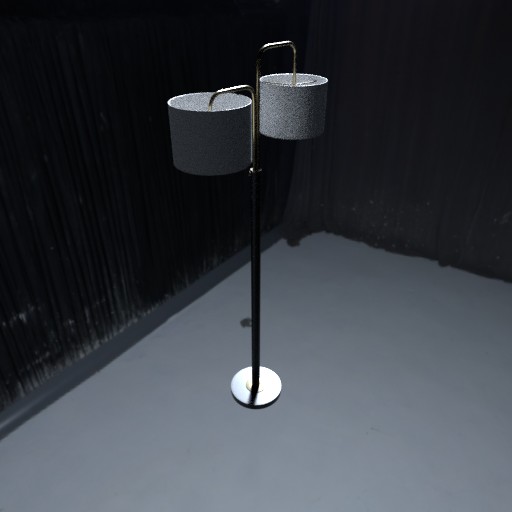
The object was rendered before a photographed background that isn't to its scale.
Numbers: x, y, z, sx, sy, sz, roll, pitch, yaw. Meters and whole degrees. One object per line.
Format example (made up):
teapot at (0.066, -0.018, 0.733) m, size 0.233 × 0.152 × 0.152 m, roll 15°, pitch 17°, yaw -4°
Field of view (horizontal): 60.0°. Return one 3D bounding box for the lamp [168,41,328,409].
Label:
lamp at (0.000, 0.000, 1.843) m, size 0.254 × 1.587 × 0.711 m, roll 22°, pitch 38°, yaw 31°
